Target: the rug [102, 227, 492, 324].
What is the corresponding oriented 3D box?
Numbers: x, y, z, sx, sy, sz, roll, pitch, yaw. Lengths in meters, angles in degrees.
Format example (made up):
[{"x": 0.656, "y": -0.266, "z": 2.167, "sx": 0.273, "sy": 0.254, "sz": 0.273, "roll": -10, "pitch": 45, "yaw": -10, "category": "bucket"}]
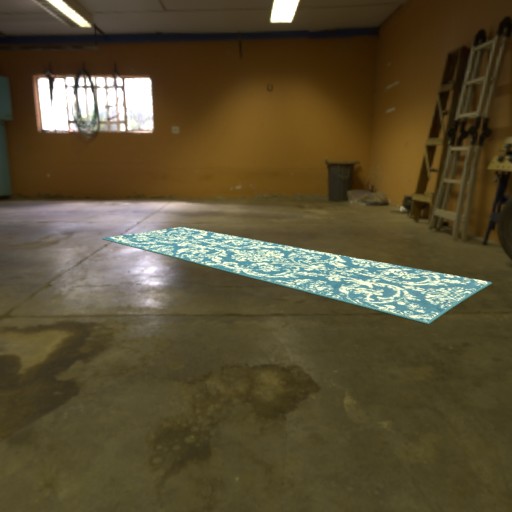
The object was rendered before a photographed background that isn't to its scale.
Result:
[{"x": 0.000, "y": 0.000, "z": 2.425, "sx": 2.196, "sy": 0.011, "sz": 0.662, "roll": 12, "pitch": 18, "yaw": 42, "category": "rug"}]
